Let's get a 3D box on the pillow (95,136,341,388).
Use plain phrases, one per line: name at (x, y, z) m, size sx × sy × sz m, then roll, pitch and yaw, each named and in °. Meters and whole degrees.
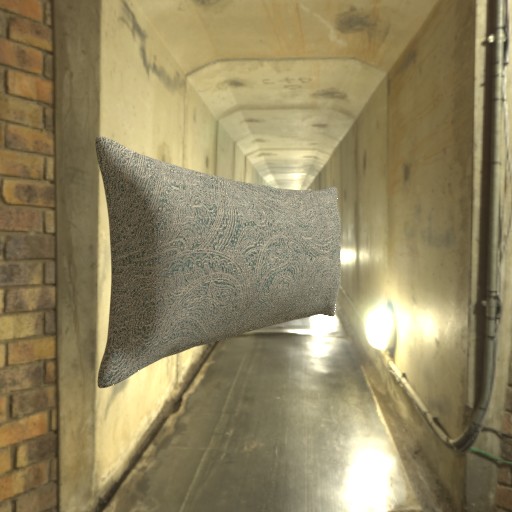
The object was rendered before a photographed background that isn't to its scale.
pillow at (0.000, 0.000, 0.759) m, size 0.151 × 0.295 × 0.615 m, roll 1°, pitch 2°, yaw 36°
